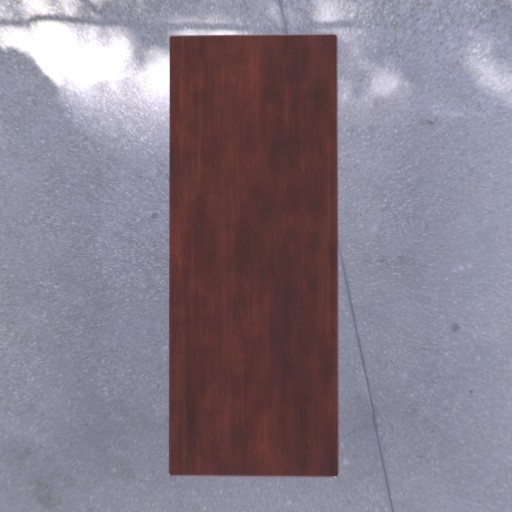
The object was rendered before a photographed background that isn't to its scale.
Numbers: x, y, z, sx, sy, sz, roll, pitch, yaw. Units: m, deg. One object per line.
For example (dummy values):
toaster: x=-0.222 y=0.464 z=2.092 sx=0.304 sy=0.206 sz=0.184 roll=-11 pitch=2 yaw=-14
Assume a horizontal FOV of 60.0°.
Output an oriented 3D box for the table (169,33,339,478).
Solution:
table: x=0.000 y=0.000 z=1.547 sx=0.459 sy=0.740 sz=1.184 roll=0 pitch=90 yaw=1
